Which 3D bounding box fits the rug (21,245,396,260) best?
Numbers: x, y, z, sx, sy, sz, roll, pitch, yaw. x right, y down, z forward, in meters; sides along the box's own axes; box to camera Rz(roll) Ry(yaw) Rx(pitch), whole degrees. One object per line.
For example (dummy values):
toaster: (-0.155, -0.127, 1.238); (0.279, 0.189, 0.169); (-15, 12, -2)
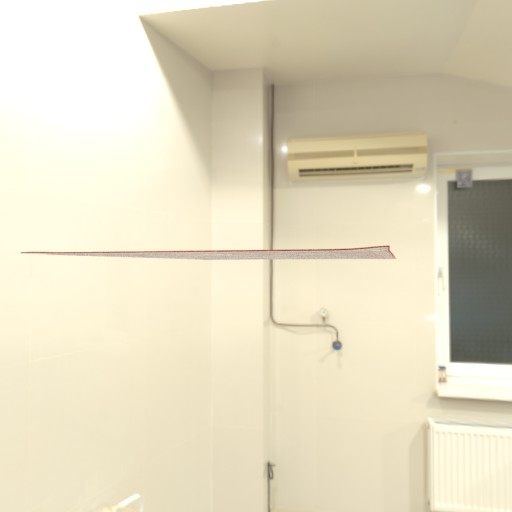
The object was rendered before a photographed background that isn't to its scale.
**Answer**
rug: (0.000, 0.000, 4.180); (2.489, 0.030, 3.086); (0, -1, 18)
